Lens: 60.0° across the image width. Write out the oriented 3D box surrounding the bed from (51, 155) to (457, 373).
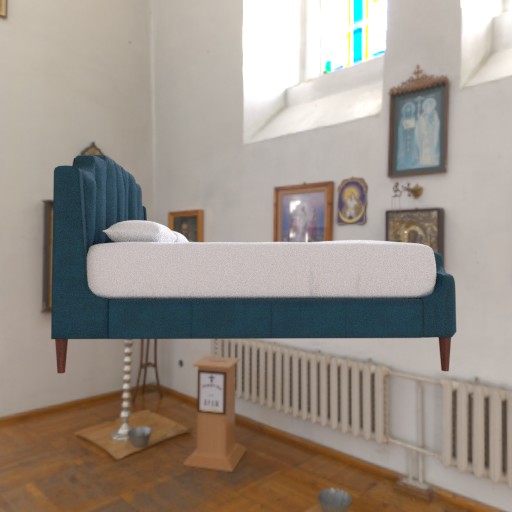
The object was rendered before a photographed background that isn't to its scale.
[{"bbox_3d":[0.000,0.000,3.325,2.322,1.351,1.676,0,-1,-1],"label":"bed"}]
